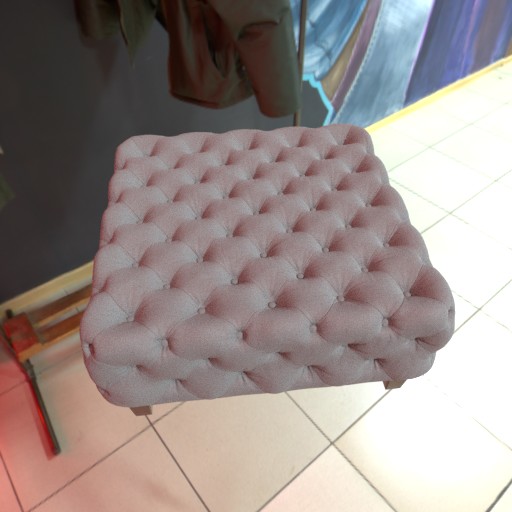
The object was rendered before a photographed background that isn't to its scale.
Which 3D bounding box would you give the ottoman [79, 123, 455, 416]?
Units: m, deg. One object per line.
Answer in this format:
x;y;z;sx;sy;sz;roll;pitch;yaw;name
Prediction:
0.000;0.000;1.419;0.911;0.439;0.917;-5;46;-4;ottoman
